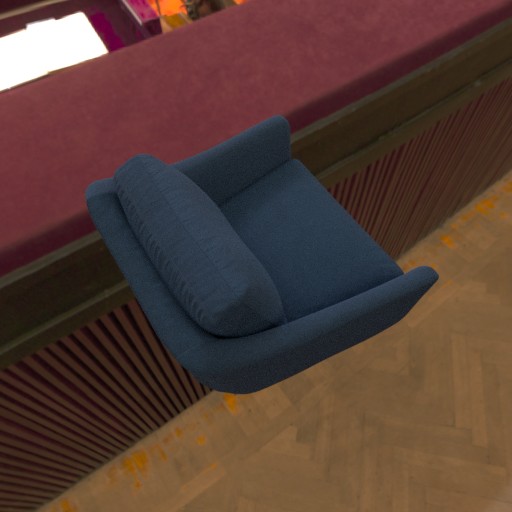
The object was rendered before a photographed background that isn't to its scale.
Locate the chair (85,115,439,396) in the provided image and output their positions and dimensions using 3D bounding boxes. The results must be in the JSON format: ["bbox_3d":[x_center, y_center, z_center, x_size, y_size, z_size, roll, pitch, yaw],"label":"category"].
[{"bbox_3d":[0.000,0.000,1.756,0.961,0.899,0.987,-29,63,-16],"label":"chair"}]
